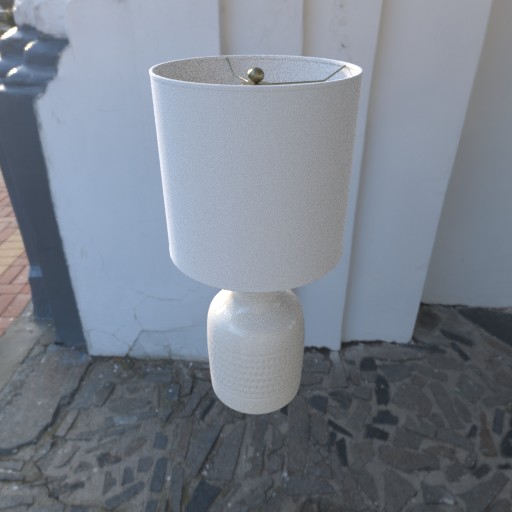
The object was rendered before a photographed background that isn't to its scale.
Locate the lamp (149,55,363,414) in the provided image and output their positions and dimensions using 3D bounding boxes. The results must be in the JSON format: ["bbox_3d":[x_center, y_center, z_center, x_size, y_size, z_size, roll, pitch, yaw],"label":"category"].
[{"bbox_3d":[0.000,0.000,0.496,0.188,0.392,0.188,10,32,16],"label":"lamp"}]
